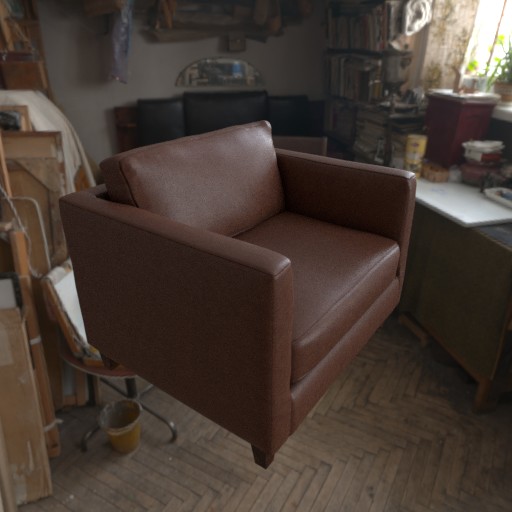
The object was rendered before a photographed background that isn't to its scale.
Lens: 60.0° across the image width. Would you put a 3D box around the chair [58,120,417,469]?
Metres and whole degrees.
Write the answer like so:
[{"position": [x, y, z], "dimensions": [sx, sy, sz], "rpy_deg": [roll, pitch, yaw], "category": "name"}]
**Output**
[{"position": [0.000, 0.000, 1.803], "dimensions": [0.959, 0.917, 1.107], "rpy_deg": [18, 32, 32], "category": "chair"}]
